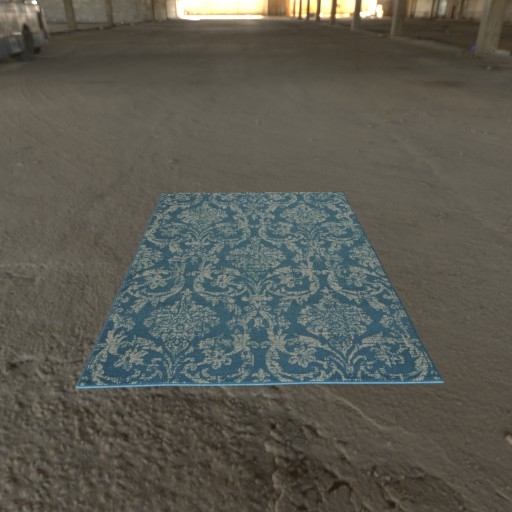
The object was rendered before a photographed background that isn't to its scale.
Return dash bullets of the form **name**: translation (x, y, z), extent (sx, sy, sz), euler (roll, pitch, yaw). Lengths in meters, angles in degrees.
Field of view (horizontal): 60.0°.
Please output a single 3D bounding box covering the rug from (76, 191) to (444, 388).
- **rug**: translation (0.000, 0.000, 2.825), extent (1.554, 0.012, 2.205), euler (-1, 29, -1)
